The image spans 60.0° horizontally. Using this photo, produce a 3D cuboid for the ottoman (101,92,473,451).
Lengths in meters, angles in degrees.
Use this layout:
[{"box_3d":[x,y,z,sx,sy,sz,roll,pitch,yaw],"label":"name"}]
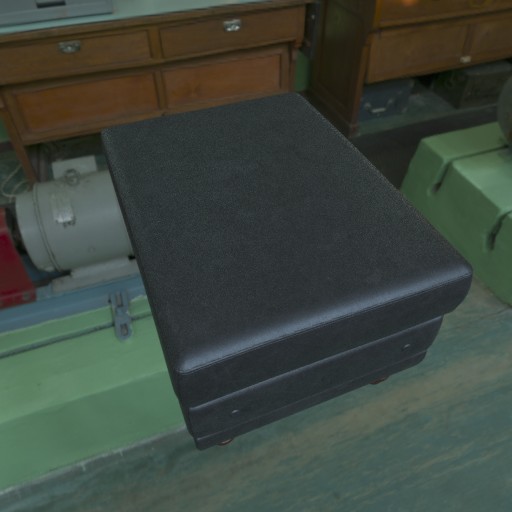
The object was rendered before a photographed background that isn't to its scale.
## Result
[{"box_3d":[0.000,0.000,1.151,0.590,0.498,0.795,-16,48,-15],"label":"ottoman"}]
